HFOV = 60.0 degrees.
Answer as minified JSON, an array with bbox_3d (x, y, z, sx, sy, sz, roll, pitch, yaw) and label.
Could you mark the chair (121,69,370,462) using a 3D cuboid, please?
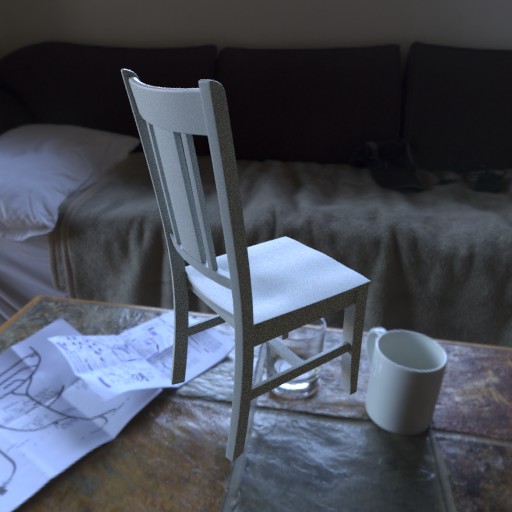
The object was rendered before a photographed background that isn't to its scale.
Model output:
[{"bbox_3d":[0.000,0.000,1.286,0.555,0.998,0.450,-17,30,-31],"label":"chair"}]
